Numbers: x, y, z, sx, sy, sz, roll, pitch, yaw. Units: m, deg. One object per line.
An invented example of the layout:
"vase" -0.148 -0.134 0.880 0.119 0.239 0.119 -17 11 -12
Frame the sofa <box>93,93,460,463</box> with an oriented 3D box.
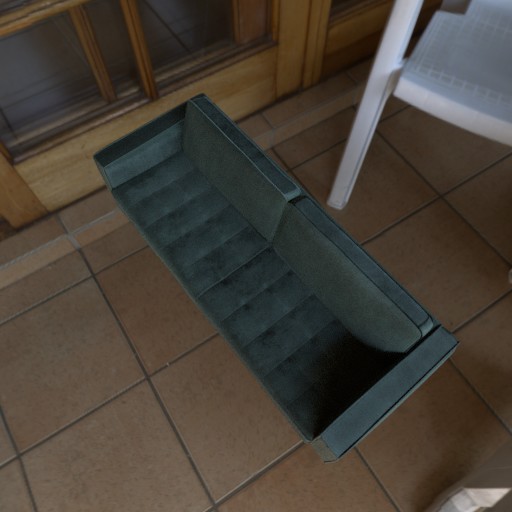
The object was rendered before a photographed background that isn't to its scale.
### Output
"sofa" 0.000 0.000 2.616 0.886 0.781 2.214 -36 69 -16
